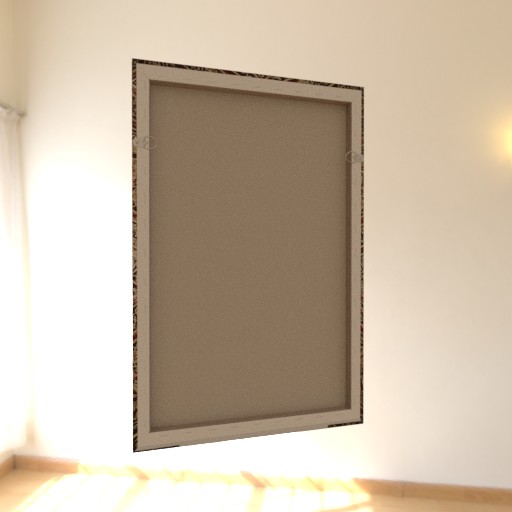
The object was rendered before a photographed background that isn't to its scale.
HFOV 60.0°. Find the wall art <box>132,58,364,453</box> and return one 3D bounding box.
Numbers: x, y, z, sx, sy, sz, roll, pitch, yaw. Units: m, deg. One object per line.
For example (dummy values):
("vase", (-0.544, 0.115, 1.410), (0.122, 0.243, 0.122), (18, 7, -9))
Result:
("wall art", (0.000, 0.000, 0.738), (0.397, 0.599, 0.020), (0, 0, -17))
